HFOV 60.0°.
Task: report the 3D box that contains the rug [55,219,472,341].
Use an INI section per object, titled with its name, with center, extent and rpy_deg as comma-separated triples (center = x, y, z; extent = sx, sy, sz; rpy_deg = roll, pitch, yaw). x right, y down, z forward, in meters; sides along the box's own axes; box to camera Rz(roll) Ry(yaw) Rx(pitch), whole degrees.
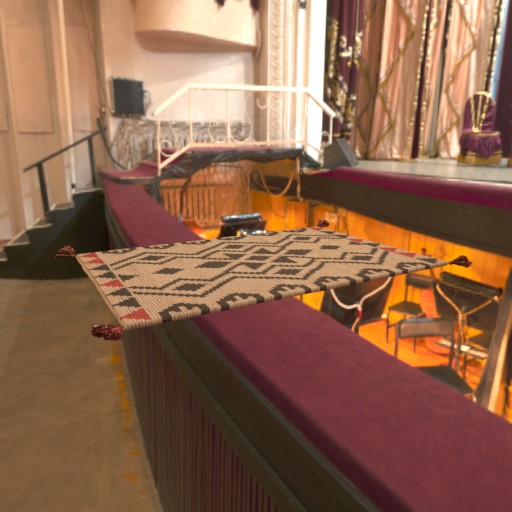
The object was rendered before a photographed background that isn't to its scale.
[rug]
center = 0.000, 0.000, 2.599
extent = 2.069, 0.067, 1.444
rpy_deg = -8, 17, -28
